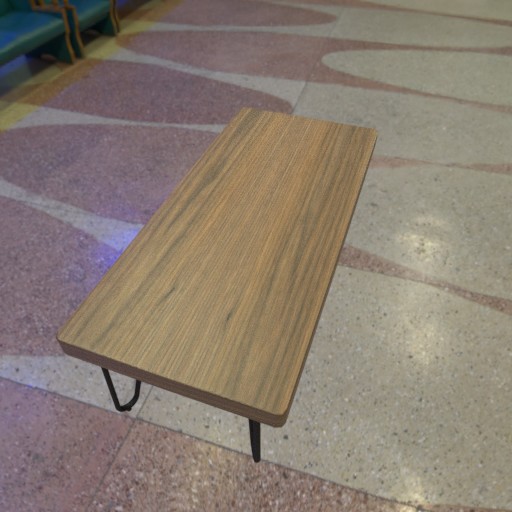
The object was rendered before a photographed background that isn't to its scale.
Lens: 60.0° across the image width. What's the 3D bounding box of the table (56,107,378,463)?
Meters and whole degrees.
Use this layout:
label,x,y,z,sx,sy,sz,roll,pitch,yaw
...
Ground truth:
label,x,y,z,sx,sy,sz,roll,pitch,yaw
table,0.000,0.000,1.699,0.637,0.468,1.375,14,47,14
